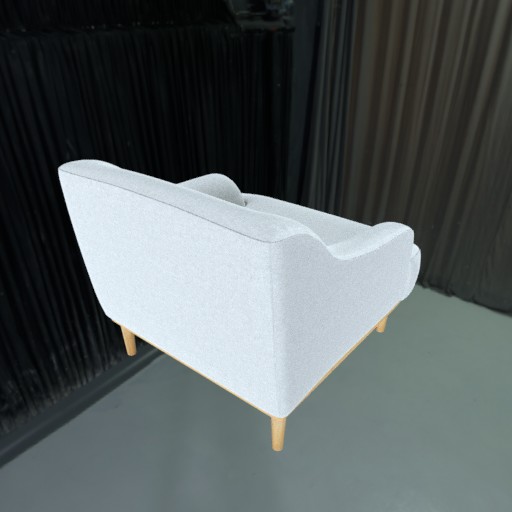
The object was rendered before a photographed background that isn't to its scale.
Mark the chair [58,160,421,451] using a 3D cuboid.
[{"bbox_3d":[0.000,0.000,1.627,0.946,0.818,0.951,21,36,32],"label":"chair"}]
